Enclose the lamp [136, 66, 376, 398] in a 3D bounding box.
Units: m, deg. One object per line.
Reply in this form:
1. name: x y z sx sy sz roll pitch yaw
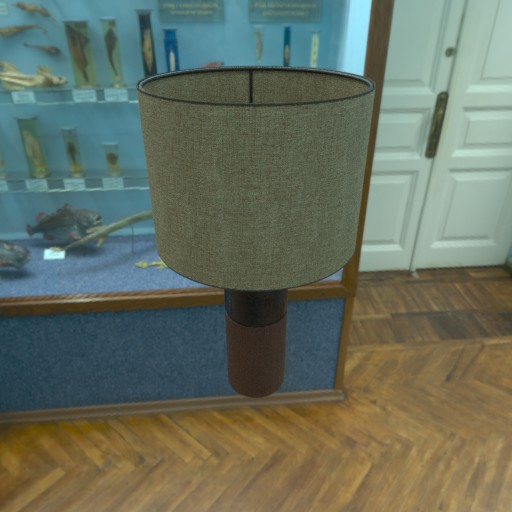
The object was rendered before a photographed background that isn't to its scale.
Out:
1. lamp: 0.000 0.000 0.469 0.202 0.350 0.202 0 30 0
